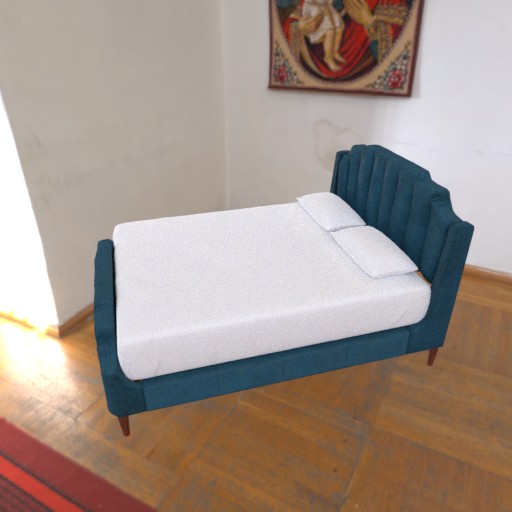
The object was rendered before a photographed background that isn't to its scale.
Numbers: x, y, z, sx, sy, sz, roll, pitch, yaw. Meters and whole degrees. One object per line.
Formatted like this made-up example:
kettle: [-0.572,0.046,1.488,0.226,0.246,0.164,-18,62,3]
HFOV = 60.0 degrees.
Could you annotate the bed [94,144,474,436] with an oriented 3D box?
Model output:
bed: [0.000,0.000,3.346,2.322,1.351,1.676,-8,31,-14]
